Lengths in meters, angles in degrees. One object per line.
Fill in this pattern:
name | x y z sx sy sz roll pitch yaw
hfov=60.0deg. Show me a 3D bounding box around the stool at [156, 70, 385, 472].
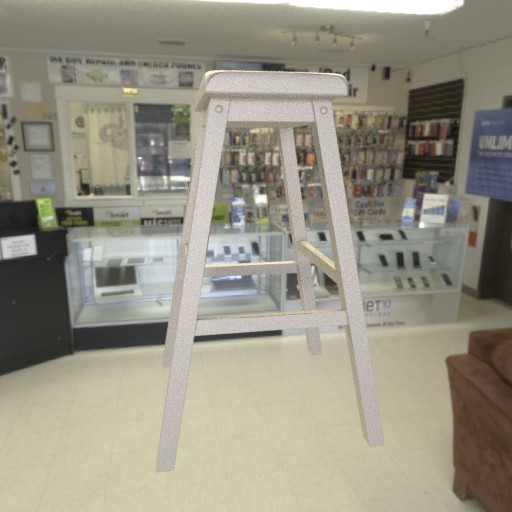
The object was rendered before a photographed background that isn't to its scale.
stool | 0.000 0.000 1.030 0.476 0.737 0.457 -2 15 -10
